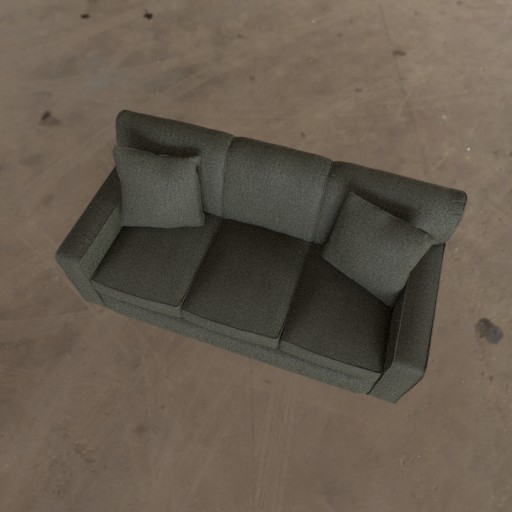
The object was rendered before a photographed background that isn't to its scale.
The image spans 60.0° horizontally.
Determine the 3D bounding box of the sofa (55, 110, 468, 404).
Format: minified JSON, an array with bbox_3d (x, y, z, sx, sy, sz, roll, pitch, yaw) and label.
[{"bbox_3d":[0.000,0.000,2.592,2.024,0.958,0.997,16,59,10],"label":"sofa"}]
